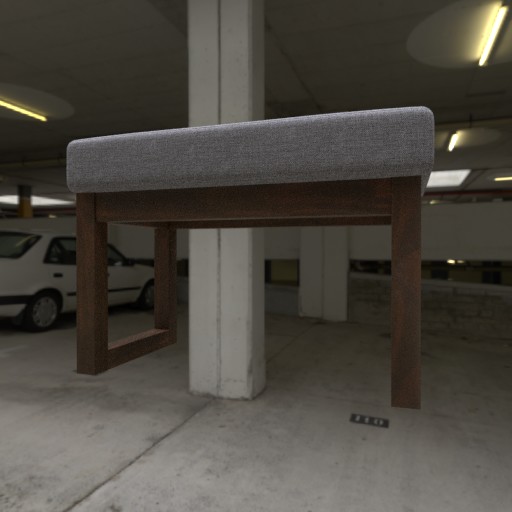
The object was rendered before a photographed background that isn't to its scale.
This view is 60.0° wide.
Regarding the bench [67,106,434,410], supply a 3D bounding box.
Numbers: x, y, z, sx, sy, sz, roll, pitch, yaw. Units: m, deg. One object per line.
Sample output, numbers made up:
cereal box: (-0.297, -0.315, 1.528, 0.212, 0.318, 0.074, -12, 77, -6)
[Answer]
bench: (0.000, 0.000, 0.937, 0.681, 0.467, 0.366, 0, 1, 18)
